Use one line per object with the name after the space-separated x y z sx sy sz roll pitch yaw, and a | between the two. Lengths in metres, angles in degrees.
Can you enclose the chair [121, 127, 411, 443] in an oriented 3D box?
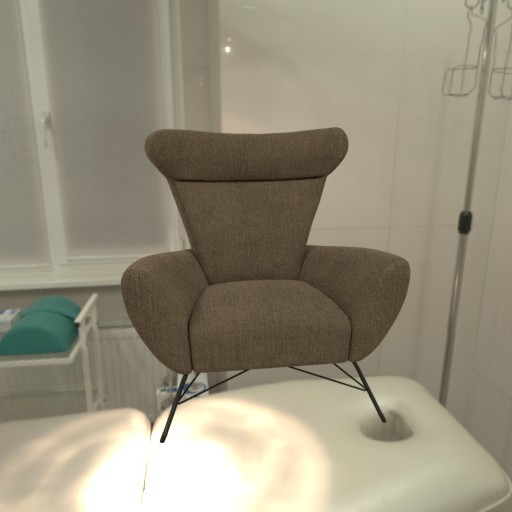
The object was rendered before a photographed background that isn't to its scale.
0.000 0.000 1.841 0.980 1.040 0.900 -2 15 -8 | chair
